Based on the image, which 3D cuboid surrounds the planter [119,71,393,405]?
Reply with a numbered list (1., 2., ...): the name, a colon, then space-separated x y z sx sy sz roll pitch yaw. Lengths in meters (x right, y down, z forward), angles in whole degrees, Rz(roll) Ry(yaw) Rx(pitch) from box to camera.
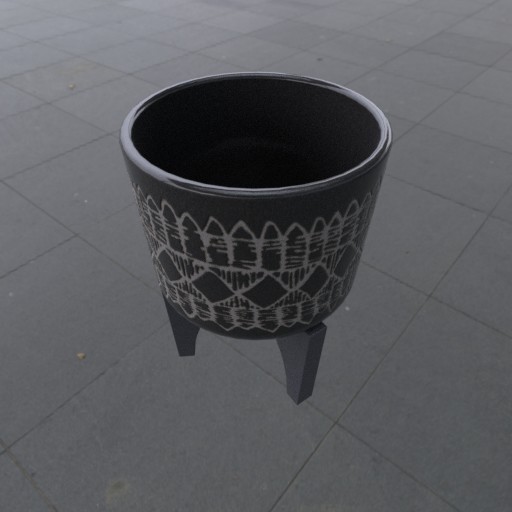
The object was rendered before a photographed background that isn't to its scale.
1. planter: 0.000 0.000 0.272 0.129 0.177 0.129 0 42 0
